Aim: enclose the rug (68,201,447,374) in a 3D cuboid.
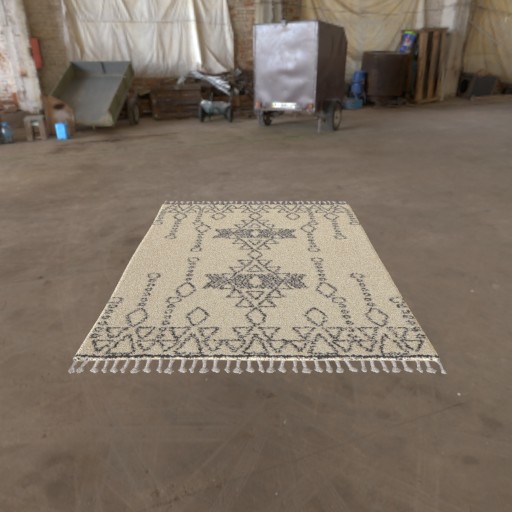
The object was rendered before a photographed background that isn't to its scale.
[{"bbox_3d":[0.000,0.000,3.817,2.125,0.028,3.027,0,25,0],"label":"rug"}]
